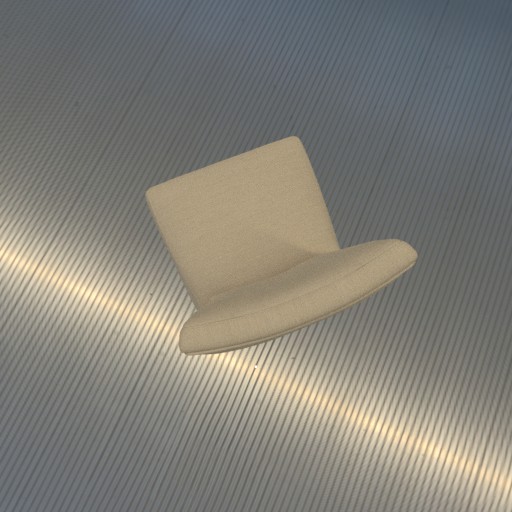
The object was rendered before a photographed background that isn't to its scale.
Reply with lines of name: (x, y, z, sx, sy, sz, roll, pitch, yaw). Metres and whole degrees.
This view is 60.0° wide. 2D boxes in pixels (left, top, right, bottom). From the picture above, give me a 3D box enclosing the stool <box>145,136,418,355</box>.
stool: (0.000, 0.000, 1.430, 0.514, 1.086, 0.574, -21, 77, -5)
